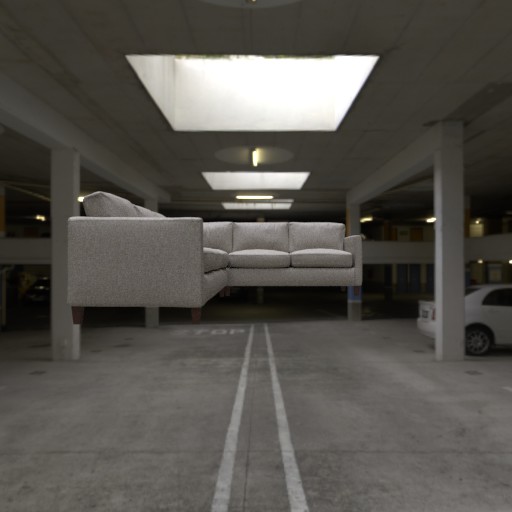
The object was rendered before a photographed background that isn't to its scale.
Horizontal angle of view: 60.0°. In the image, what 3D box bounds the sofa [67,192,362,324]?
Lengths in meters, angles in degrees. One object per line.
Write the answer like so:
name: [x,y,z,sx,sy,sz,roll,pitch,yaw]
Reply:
sofa: [0.000,0.000,4.574,2.593,0.947,3.302,0,0,0]
